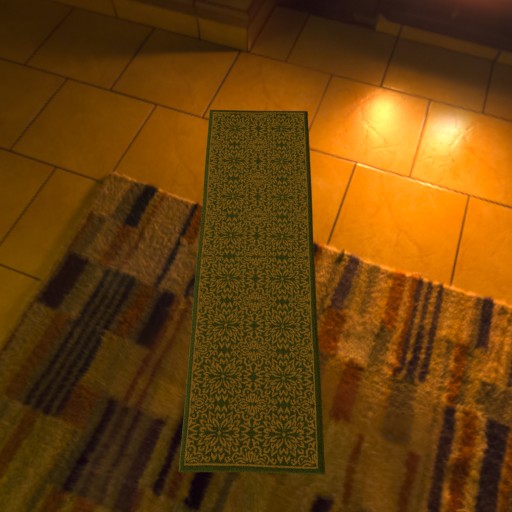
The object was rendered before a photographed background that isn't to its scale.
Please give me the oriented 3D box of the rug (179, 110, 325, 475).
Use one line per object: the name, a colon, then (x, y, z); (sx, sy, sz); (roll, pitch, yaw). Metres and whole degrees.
rug: (0.000, 0.000, 2.492); (0.662, 0.011, 2.196); (1, 63, 0)
